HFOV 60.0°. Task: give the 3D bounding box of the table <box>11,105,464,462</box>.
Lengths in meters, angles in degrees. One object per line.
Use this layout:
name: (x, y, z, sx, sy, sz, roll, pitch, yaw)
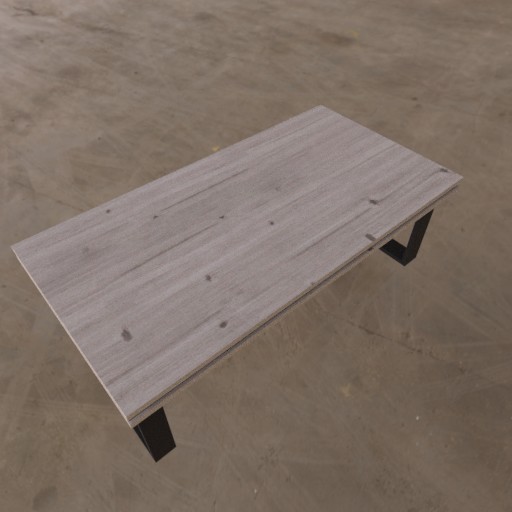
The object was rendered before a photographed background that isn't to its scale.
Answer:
table: (0.000, 0.000, 1.620, 1.350, 0.450, 0.700, -32, 54, -27)
